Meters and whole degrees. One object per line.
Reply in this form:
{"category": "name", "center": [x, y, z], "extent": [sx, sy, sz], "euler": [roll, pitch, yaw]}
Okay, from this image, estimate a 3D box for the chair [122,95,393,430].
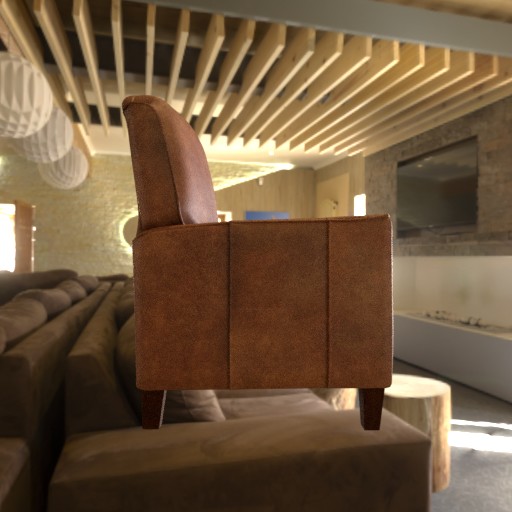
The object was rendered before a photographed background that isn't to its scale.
{"category": "chair", "center": [0.000, 0.000, 1.685], "extent": [0.836, 1.043, 0.843], "euler": [0, 0, 0]}
